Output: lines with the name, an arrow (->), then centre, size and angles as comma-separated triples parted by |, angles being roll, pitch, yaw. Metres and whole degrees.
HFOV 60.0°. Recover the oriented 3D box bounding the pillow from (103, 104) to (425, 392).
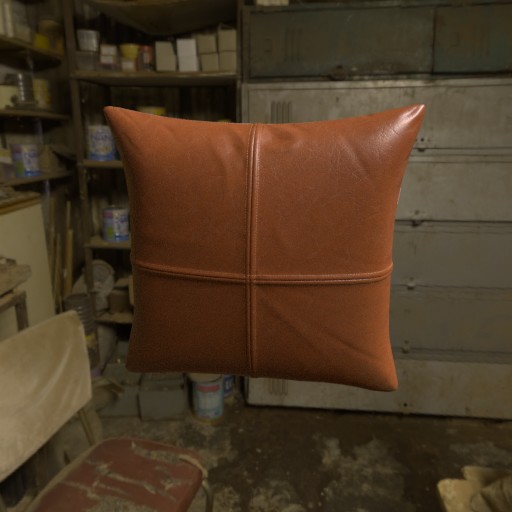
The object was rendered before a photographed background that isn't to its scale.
pillow -> 0.000, 0.000, 0.737 | 0.501, 0.477, 0.192 | 2, 15, 8
